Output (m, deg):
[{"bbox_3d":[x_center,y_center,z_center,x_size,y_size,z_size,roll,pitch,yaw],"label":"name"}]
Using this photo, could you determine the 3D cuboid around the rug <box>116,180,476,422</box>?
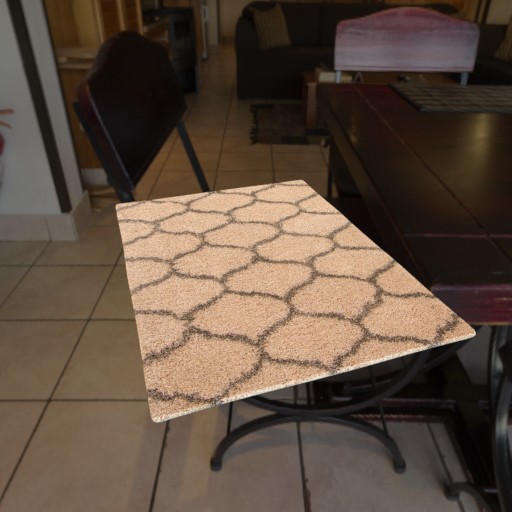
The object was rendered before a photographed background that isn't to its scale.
[{"bbox_3d":[0.000,0.000,2.128,1.200,0.025,1.600,-10,33,-16],"label":"rug"}]
